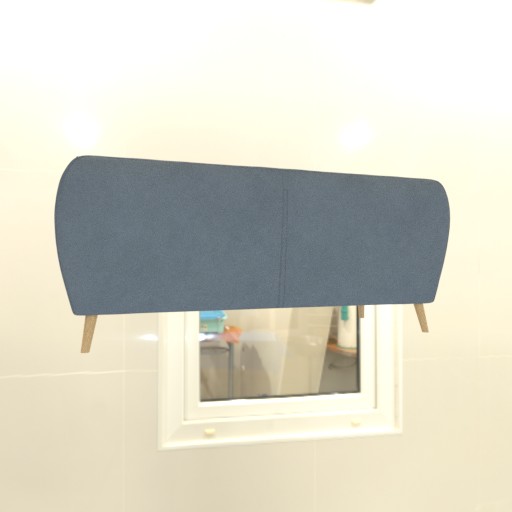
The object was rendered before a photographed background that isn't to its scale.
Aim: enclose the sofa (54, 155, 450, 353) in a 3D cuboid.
[{"bbox_3d":[0.000,0.000,2.461,1.975,0.832,0.841,0,-1,-18],"label":"sofa"}]
